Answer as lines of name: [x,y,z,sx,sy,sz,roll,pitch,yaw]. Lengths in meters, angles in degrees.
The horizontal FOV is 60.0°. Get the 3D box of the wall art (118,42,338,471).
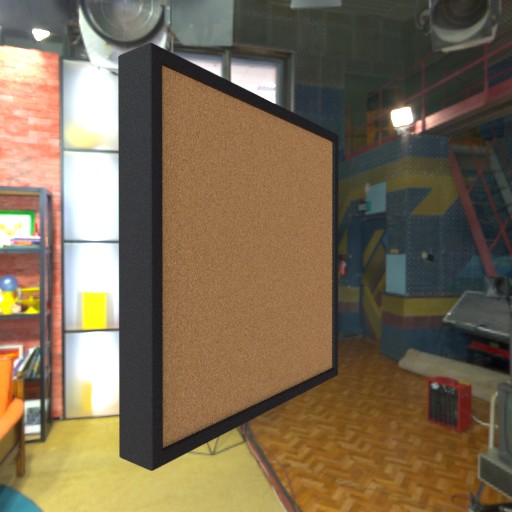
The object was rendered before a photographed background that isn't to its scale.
wall art: [0.000,0.000,0.448,0.037,0.305,0.305,0,1,36]
